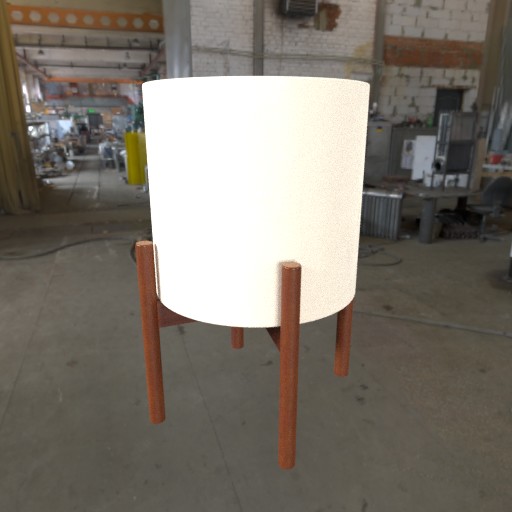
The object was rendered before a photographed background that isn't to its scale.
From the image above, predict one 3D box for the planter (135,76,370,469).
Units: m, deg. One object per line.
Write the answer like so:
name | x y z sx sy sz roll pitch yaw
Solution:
planter | 0.000 0.000 0.934 0.417 0.670 0.417 8 19 25
